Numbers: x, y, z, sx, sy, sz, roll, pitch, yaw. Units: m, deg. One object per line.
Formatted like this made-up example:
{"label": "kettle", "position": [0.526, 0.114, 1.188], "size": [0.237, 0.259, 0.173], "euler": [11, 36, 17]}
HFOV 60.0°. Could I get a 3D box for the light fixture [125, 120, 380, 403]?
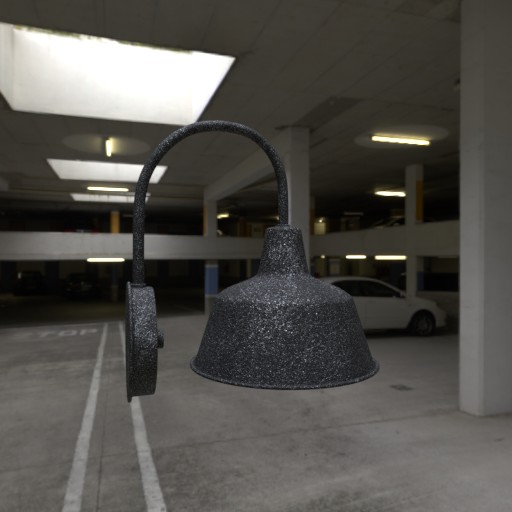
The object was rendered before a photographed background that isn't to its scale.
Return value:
{"label": "light fixture", "position": [0.000, 0.000, 0.506], "size": [0.283, 0.300, 0.216], "euler": [0, 0, -18]}
